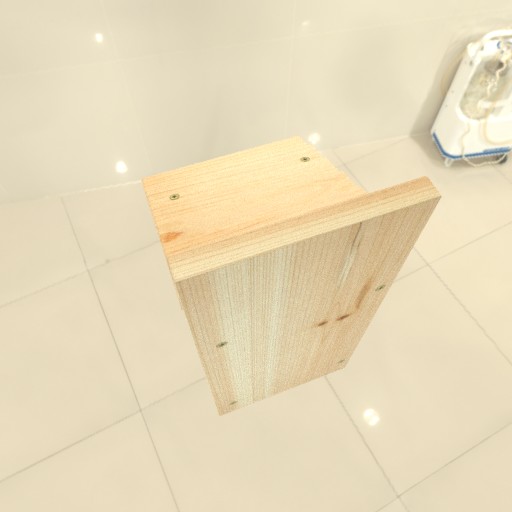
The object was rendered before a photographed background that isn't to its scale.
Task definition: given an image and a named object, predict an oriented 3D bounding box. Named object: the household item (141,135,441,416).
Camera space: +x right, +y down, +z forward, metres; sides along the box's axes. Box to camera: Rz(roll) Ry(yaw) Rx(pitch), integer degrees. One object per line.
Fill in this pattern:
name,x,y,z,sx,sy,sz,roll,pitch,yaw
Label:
household item,0.000,0.000,0.390,0.149,0.300,0.171,-18,61,-11
